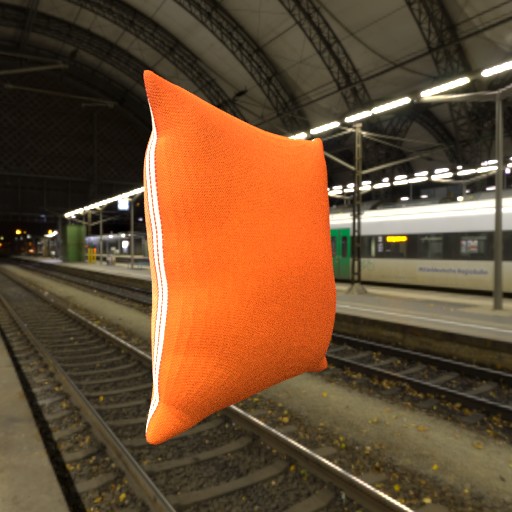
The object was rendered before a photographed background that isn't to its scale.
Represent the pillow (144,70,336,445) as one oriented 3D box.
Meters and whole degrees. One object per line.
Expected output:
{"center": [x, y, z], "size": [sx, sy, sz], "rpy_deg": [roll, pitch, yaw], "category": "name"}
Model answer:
{"center": [0.000, 0.000, 0.681], "size": [0.182, 0.441, 0.440], "rpy_deg": [1, 1, 36], "category": "pillow"}
